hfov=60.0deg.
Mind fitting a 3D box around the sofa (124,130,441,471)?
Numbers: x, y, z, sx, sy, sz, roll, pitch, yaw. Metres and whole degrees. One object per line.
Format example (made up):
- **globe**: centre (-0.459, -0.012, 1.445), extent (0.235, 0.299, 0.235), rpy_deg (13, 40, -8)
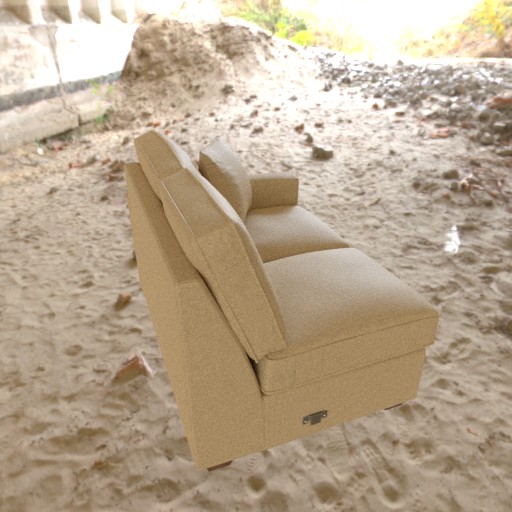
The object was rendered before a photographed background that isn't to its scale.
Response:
- **sofa**: centre (0.000, 0.000, 2.046), extent (0.991, 0.989, 1.388), rpy_deg (-10, 30, -18)
